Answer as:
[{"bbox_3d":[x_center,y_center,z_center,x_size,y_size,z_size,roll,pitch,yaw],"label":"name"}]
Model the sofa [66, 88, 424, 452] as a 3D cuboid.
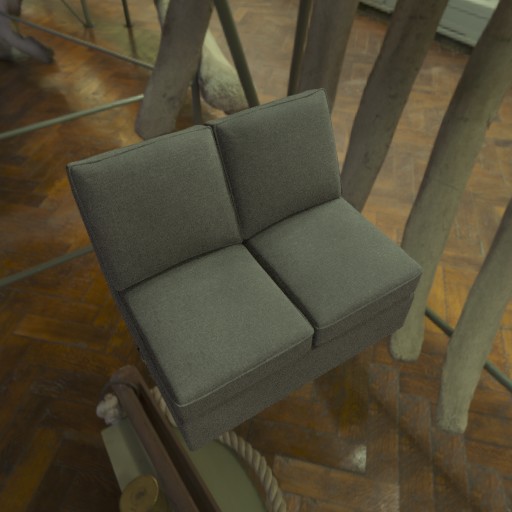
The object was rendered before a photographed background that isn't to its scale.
[{"bbox_3d":[0.000,0.000,2.006,1.237,1.008,0.951,-24,51,-21],"label":"sofa"}]
